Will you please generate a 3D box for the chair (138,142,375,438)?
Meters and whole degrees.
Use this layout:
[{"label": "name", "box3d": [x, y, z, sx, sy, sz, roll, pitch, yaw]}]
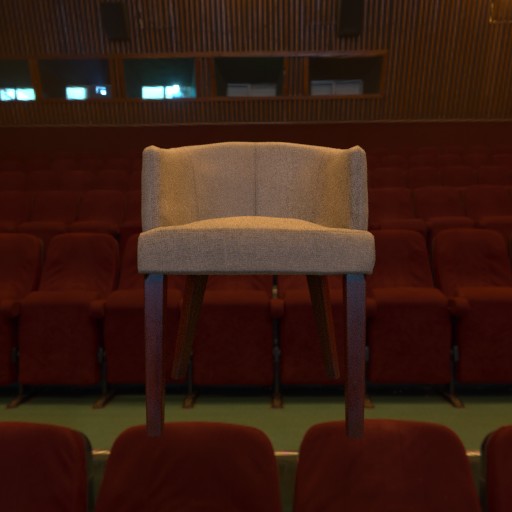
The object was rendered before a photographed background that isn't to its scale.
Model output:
[{"label": "chair", "box3d": [0.000, 0.000, 1.284, 0.583, 0.811, 0.655, 0, 0, 0]}]
